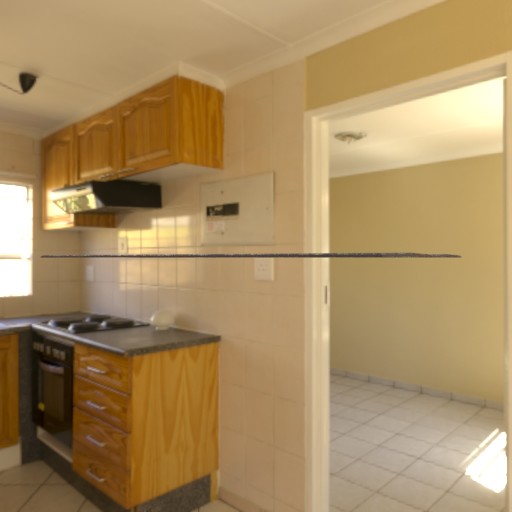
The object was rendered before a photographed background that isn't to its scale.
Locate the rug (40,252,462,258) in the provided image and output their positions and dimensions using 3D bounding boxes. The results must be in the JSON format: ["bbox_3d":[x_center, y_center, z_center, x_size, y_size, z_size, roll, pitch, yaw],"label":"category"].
[{"bbox_3d":[0.000,0.000,4.740,3.612,0.035,2.716,0,0,34],"label":"rug"}]
